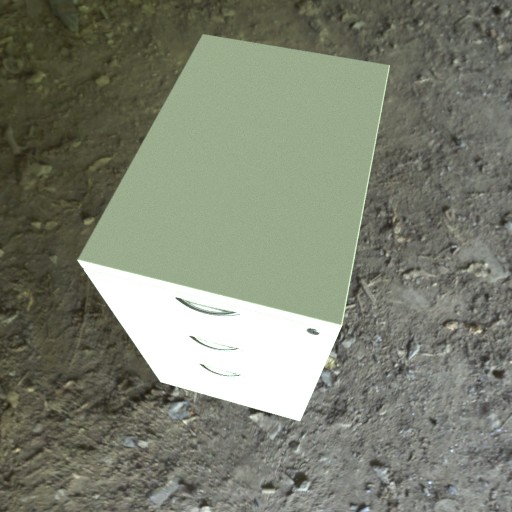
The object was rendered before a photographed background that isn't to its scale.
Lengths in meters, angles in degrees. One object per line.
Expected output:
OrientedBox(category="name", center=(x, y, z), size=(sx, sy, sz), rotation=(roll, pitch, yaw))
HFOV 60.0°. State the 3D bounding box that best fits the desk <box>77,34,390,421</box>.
OrientedBox(category="desk", center=(0.000, 0.000, 1.098), size=(0.404, 0.730, 0.600), rotation=(13, 60, 8))
